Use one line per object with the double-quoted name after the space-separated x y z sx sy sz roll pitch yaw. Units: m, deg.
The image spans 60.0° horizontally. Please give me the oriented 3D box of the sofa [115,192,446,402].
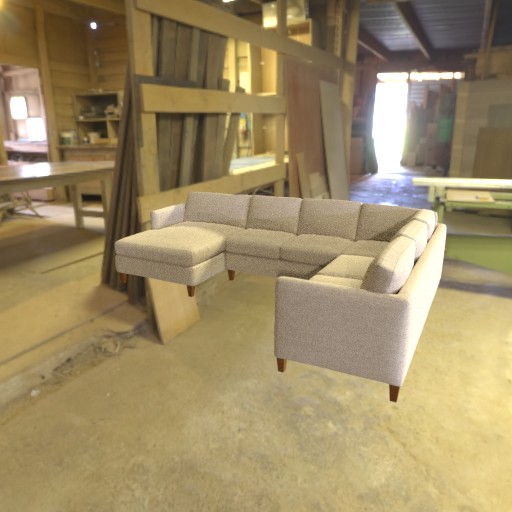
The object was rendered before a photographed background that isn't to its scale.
0.000 0.000 4.631 3.460 0.961 2.594 8 18 26 "sofa"
